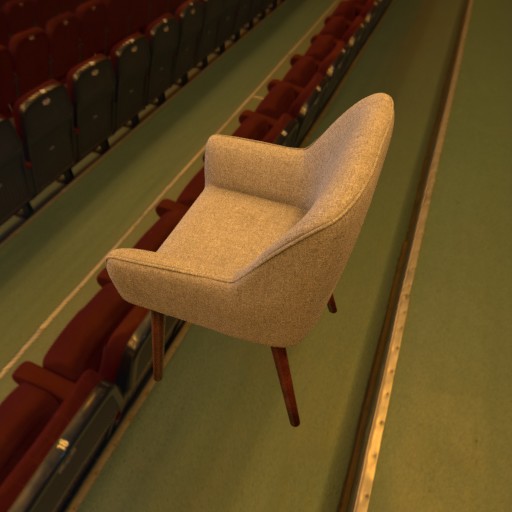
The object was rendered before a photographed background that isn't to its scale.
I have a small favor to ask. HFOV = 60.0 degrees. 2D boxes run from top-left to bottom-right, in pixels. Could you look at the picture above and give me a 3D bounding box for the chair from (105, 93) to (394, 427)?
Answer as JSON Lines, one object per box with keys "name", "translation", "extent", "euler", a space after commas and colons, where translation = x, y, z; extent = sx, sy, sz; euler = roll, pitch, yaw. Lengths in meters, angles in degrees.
{"name": "chair", "translation": [0.000, 0.000, 1.169], "extent": [0.519, 0.803, 0.543], "euler": [16, 48, 15]}
